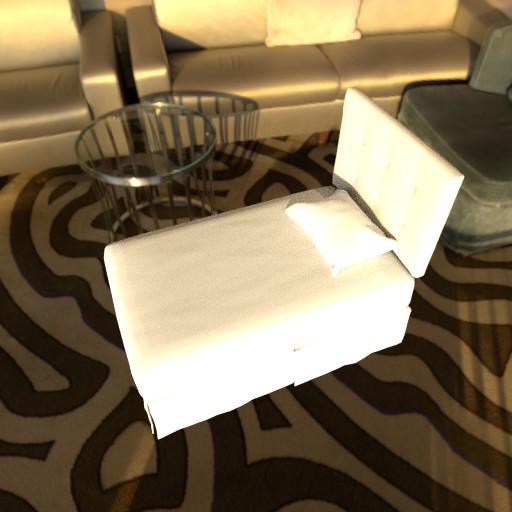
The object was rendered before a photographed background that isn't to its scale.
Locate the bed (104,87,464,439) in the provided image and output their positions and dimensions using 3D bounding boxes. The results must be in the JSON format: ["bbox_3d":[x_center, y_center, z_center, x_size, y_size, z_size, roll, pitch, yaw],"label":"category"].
[{"bbox_3d":[0.000,0.000,3.036,1.997,1.571,1.261,-17,49,-15],"label":"bed"}]
